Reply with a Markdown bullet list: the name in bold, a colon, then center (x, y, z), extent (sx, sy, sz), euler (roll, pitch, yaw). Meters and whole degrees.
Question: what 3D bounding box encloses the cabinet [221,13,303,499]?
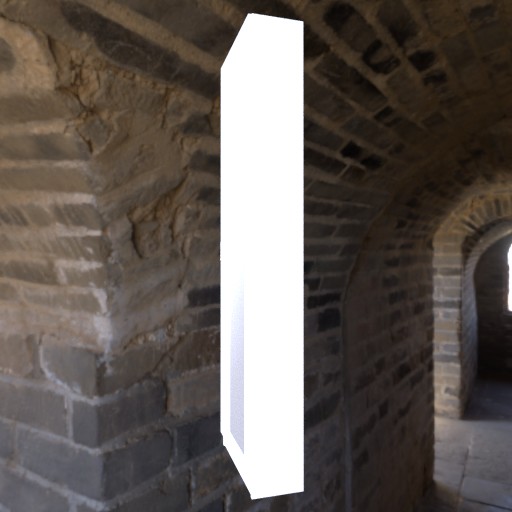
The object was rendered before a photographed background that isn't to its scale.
- **cabinet**: center (0.000, 0.000, 1.898), extent (0.230, 1.790, 0.500), euler (0, 0, -16)
